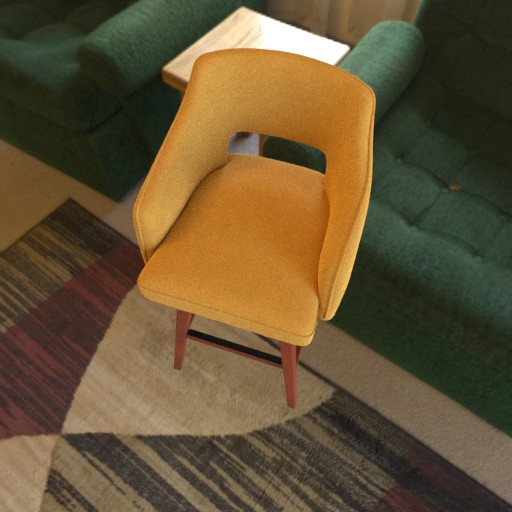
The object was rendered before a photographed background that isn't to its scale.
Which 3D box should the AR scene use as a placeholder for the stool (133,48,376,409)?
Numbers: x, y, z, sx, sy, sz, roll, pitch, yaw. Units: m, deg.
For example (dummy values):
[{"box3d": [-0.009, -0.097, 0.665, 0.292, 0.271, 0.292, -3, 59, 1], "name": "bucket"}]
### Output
[{"box3d": [0.000, 0.000, 1.341, 0.548, 1.012, 0.558, 16, 59, 10], "name": "stool"}]
